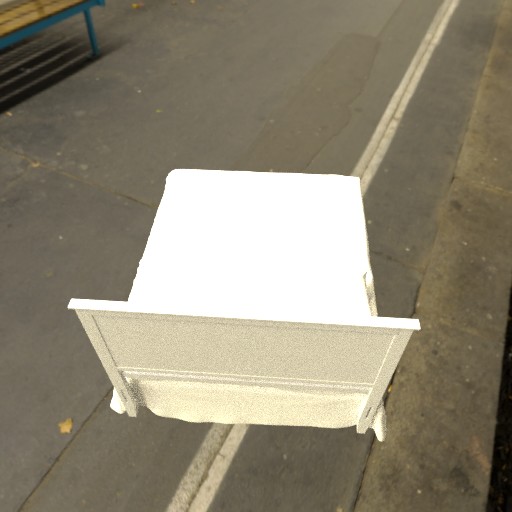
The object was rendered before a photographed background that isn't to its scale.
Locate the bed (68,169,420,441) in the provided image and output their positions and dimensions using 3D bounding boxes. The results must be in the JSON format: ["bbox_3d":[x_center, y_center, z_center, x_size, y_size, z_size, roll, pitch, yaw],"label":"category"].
[{"bbox_3d":[0.000,0.000,3.190,1.876,1.269,2.047,3,47,3],"label":"bed"}]
